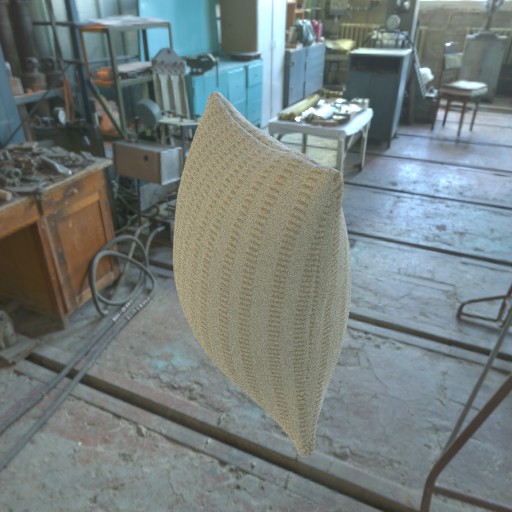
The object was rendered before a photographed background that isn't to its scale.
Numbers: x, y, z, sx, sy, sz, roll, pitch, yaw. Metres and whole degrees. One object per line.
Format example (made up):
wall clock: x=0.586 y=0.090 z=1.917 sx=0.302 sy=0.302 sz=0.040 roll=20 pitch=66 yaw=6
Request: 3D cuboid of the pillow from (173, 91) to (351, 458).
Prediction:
pillow: x=0.000 y=0.000 z=0.689 sx=0.247 sy=0.419 sz=0.438 roll=-10 pitch=32 yaw=-17
